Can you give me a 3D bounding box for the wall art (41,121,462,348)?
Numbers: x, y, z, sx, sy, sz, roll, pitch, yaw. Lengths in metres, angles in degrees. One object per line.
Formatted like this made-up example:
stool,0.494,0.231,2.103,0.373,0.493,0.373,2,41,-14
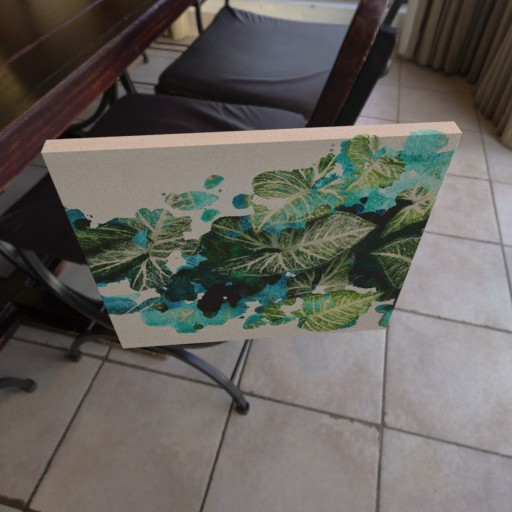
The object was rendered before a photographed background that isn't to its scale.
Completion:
wall art,0.000,0.000,0.983,0.711,0.610,0.043,-4,47,-3
